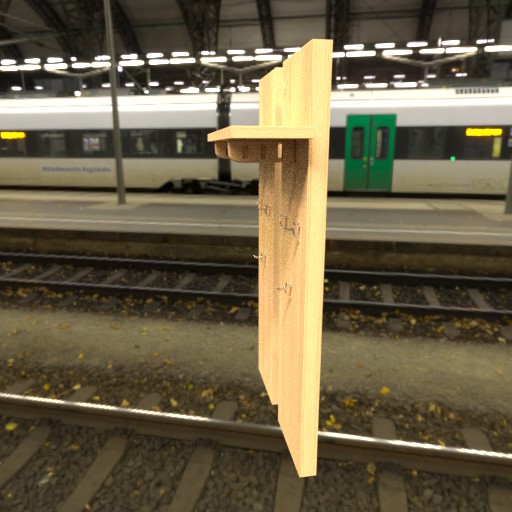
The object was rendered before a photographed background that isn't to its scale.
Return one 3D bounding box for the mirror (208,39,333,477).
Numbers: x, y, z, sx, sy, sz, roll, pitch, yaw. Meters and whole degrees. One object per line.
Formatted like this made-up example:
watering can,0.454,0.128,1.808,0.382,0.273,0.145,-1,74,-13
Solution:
mirror,0.000,0.000,1.550,0.260,1.250,0.800,-2,14,-10
